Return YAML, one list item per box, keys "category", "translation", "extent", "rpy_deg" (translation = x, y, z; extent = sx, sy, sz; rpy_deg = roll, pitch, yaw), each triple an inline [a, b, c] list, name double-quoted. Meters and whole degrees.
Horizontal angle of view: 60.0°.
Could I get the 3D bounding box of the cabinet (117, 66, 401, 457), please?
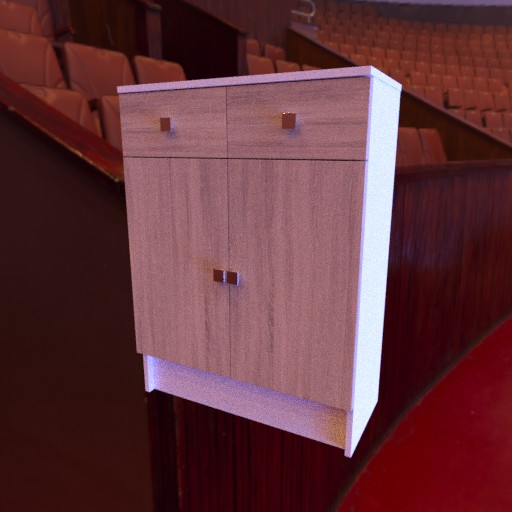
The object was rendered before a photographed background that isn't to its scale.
- category: "cabinet"
  translation: [0.000, 0.000, 1.126]
  extent: [0.600, 0.815, 0.296]
  rpy_deg: [7, 16, 27]
